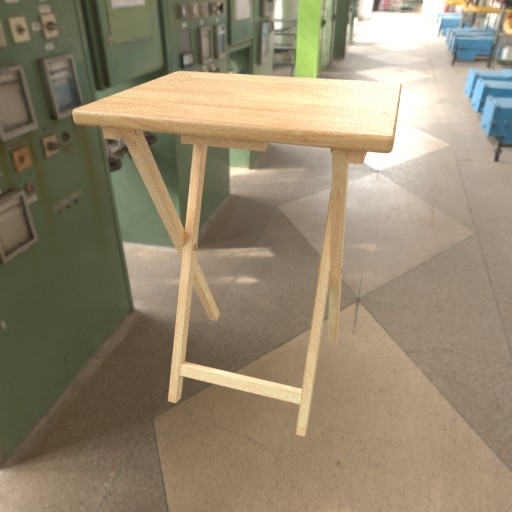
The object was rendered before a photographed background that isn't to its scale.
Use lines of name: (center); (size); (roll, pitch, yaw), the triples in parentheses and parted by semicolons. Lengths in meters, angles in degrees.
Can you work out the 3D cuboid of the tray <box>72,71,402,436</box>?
tray: (0.000, 0.000, 0.946); (0.483, 0.660, 0.381); (9, 33, 14)
